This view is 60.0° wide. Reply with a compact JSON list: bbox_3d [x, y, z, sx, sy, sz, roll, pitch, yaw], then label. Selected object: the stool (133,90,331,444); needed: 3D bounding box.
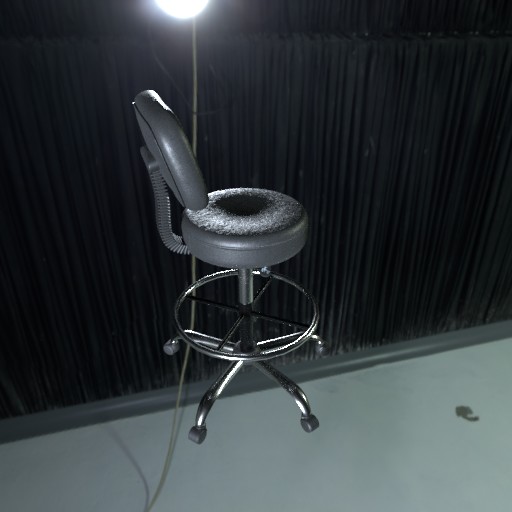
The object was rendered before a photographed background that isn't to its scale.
[{"bbox_3d":[0.000,0.000,1.498,0.658,1.069,0.694,-11,32,-17],"label":"stool"}]
